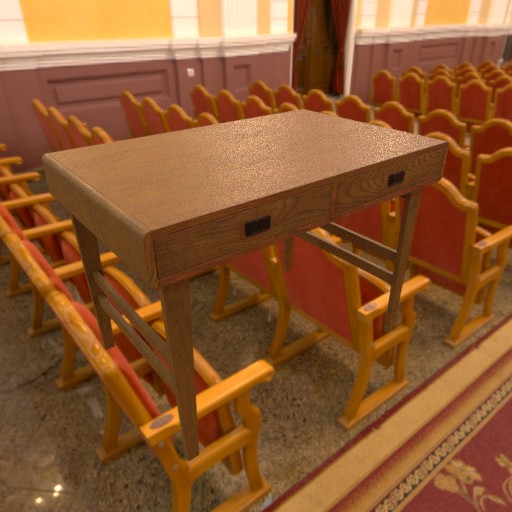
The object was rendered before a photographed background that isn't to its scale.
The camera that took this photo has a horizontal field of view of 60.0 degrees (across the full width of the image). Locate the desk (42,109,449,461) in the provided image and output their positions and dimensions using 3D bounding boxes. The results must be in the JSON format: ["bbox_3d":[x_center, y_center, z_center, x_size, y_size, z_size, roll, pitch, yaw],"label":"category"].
[{"bbox_3d":[0.000,0.000,1.529,1.066,0.754,0.660,-21,36,-33],"label":"desk"}]
